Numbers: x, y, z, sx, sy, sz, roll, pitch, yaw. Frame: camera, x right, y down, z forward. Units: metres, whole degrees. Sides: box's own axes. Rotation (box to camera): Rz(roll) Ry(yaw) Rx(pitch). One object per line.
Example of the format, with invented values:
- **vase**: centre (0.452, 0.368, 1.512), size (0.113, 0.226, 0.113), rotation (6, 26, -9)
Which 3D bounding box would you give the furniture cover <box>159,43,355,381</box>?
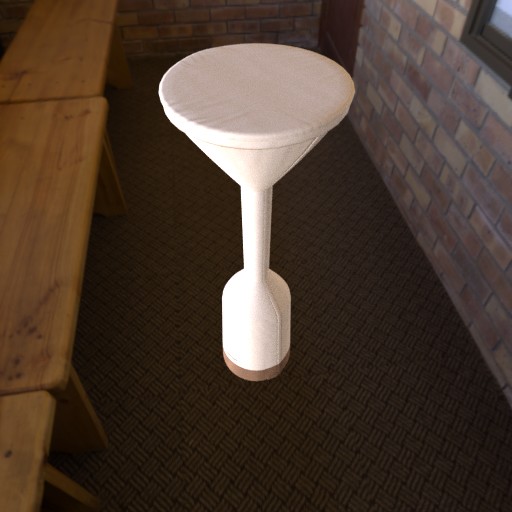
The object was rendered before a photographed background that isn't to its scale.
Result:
- **furniture cover**: centre (0.000, 0.000, 2.966), size (0.914, 2.413, 0.914), rotation (-32, 55, -26)
